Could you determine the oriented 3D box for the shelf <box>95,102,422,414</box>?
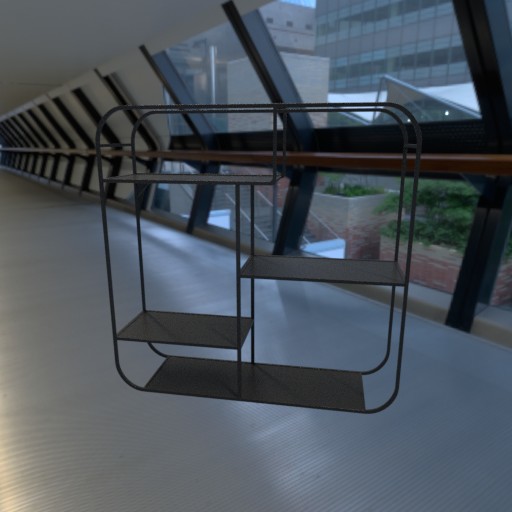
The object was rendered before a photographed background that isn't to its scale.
[{"bbox_3d":[0.000,0.000,0.939,0.600,0.600,0.160,3,15,10],"label":"shelf"}]
